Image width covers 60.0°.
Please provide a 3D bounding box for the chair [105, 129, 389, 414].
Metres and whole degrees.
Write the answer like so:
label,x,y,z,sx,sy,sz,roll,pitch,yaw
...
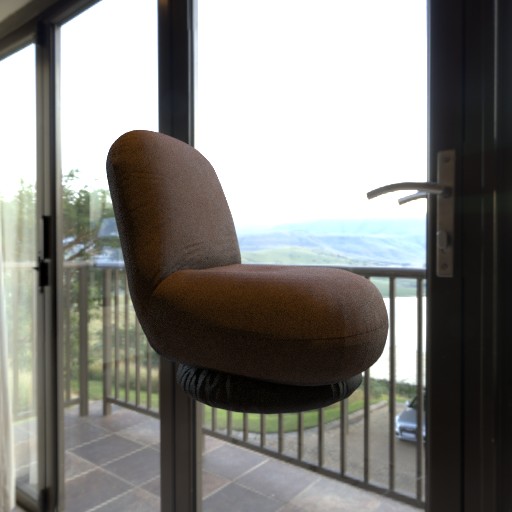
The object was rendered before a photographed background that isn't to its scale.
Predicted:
label,x,y,z,sx,sy,sz,roll,pitch,yaw
chair,0.000,0.000,1.039,0.597,0.594,0.521,0,1,20
